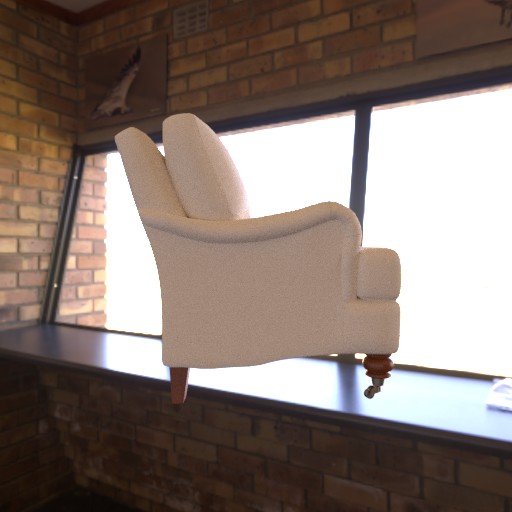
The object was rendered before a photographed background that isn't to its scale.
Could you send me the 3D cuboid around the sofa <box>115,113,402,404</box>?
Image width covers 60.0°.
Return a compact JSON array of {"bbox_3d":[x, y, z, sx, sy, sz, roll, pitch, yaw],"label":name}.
[{"bbox_3d":[0.000,0.000,2.513,1.084,1.101,1.853,0,0,-1],"label":"sofa"}]
